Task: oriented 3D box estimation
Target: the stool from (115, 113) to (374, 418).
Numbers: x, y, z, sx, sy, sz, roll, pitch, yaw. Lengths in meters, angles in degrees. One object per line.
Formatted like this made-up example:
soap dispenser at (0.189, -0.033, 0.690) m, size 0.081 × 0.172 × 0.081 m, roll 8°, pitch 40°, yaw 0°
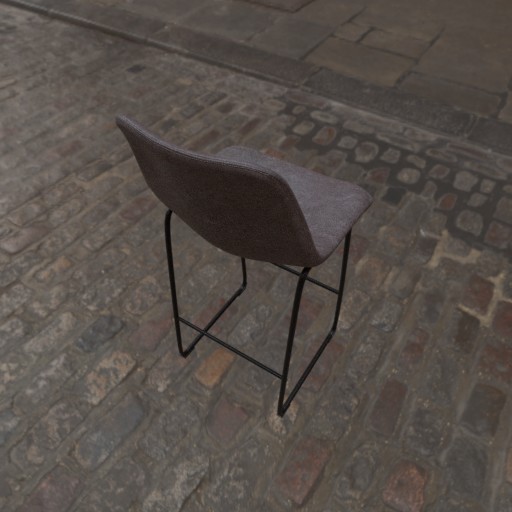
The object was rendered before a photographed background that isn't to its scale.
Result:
stool at (0.000, 0.000, 1.372) m, size 0.514 × 1.082 × 0.561 m, roll 25°, pitch 51°, yaw 22°
